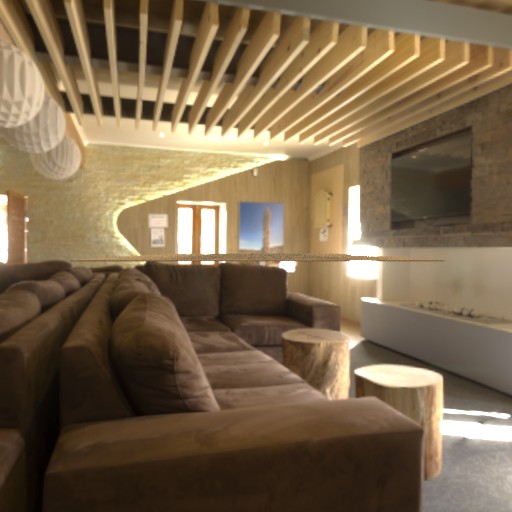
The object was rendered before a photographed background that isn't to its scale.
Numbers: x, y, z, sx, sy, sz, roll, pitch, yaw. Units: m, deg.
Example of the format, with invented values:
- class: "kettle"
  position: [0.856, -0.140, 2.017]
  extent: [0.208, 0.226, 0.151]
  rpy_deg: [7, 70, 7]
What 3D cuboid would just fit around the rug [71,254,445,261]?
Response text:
- class: "rug"
  position: [0.000, 0.000, 2.355]
  extent: [1.219, 0.005, 1.828]
  rpy_deg: [0, 1, 0]
